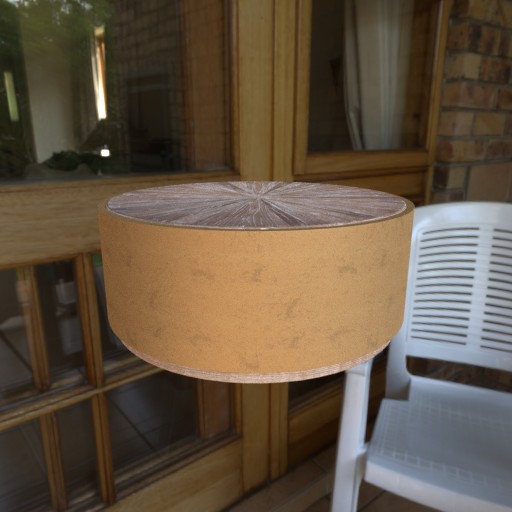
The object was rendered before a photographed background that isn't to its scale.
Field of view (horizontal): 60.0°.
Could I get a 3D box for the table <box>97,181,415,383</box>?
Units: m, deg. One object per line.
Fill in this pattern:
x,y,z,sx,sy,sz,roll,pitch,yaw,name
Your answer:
0.000,0.000,1.532,1.001,0.409,1.001,0,16,0,table
